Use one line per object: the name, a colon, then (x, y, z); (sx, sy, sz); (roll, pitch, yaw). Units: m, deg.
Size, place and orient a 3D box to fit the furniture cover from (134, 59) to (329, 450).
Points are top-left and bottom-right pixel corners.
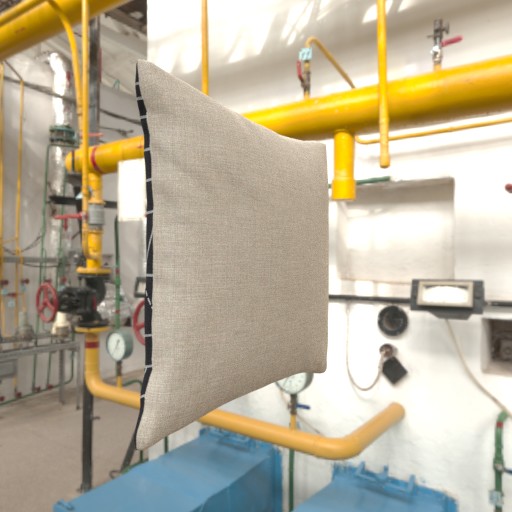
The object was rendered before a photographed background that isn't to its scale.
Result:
furniture cover: (0.000, 0.000, 0.775); (0.158, 0.508, 0.517); (-1, -1, 36)
